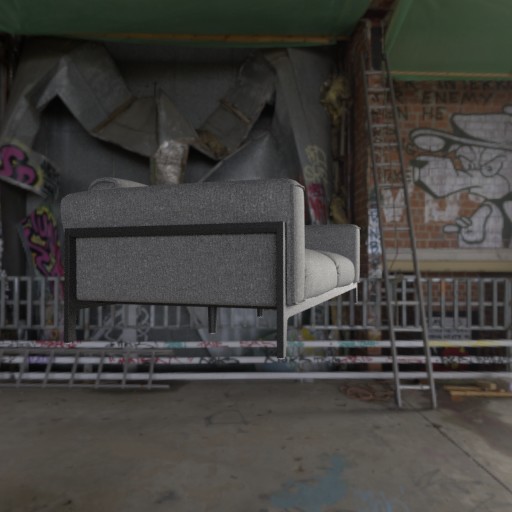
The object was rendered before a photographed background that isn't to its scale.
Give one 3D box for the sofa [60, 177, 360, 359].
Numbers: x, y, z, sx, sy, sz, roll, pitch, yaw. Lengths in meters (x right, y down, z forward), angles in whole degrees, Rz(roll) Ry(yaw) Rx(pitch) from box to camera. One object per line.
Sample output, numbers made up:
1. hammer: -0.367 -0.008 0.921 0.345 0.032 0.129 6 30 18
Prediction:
1. sofa: 0.000 0.000 2.560 0.985 0.703 2.125 0 -1 19
